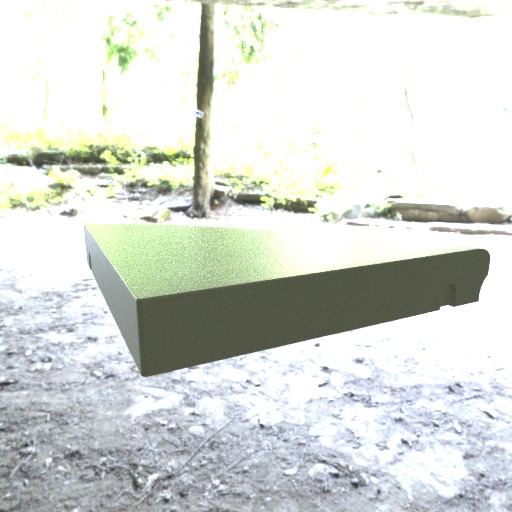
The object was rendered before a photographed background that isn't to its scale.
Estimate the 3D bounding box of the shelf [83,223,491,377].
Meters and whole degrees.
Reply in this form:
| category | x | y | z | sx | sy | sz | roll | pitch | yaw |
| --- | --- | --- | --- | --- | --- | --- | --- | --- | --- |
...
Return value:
| category | x | y | z | sx | sy | sz | roll | pitch | yaw |
| --- | --- | --- | --- | --- | --- | --- | --- | --- | --- |
| shelf | 0.000 | 0.000 | 0.462 | 0.310 | 0.050 | 0.310 | -7 | 15 | -26 |
